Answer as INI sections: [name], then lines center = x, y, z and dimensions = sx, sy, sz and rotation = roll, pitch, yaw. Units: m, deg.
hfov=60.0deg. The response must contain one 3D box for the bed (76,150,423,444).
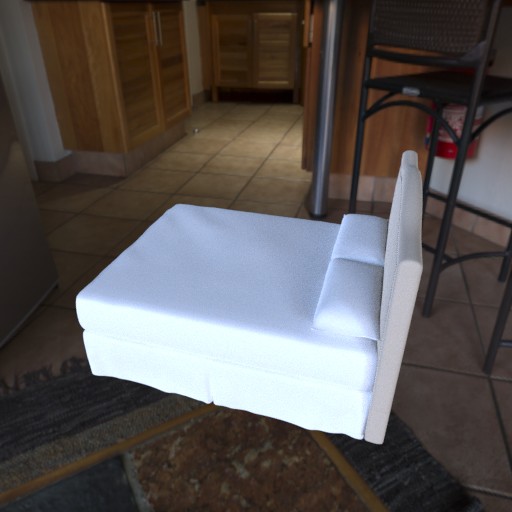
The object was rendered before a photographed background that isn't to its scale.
[bed]
center = 0.000, 0.000, 3.189
dimensions = 2.052, 1.398, 1.678
rotation = 9, 32, 14
